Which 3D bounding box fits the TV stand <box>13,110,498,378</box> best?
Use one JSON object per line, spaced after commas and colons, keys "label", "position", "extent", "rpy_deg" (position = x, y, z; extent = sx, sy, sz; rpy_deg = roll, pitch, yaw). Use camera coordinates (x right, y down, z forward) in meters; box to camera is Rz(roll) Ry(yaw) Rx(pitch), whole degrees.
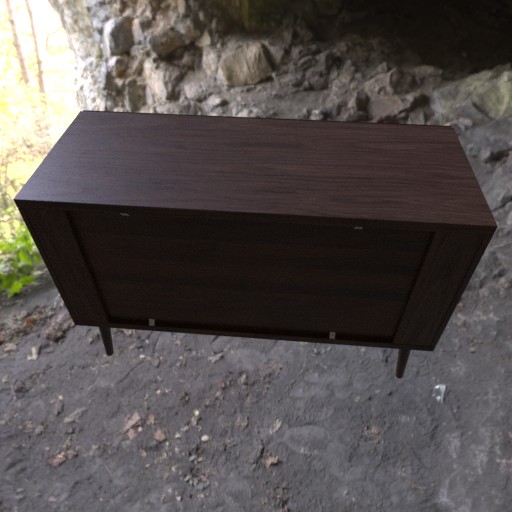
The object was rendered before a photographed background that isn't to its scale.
{"label": "TV stand", "position": [0.000, 0.000, 1.277], "extent": [0.990, 0.660, 0.405], "rpy_deg": [4, 45, 4]}
